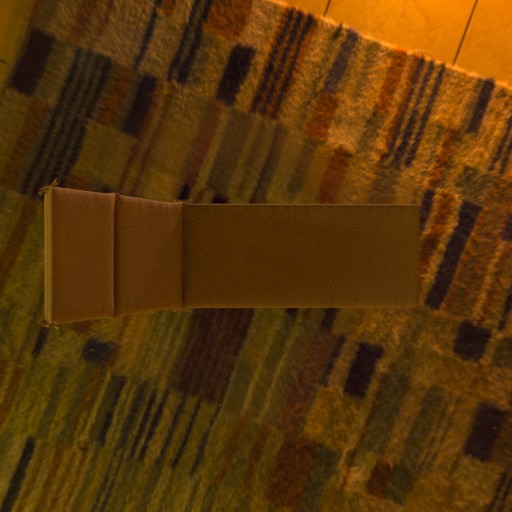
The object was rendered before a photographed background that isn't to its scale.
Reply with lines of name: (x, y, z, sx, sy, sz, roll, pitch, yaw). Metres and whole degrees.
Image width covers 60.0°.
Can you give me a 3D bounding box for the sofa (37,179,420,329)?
sofa: (0.000, 0.000, 1.964, 1.663, 0.622, 0.582, 0, 90, -1)
